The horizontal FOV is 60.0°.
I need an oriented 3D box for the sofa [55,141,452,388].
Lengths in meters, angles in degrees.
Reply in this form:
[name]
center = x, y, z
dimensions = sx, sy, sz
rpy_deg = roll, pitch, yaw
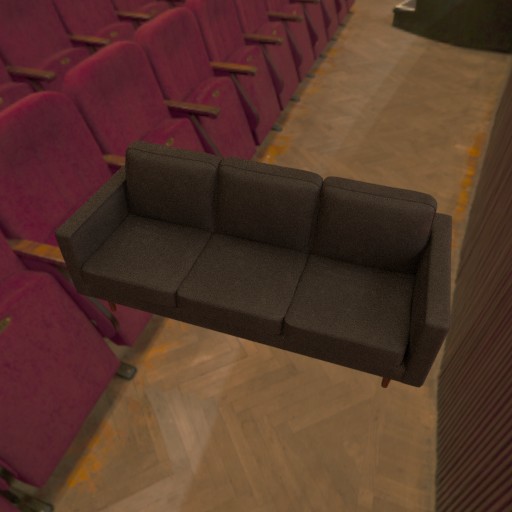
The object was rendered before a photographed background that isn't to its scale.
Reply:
[sofa]
center = 0.000, 0.000, 2.565
dimensions = 2.029, 0.899, 0.879
rpy_deg = 13, 44, 14
